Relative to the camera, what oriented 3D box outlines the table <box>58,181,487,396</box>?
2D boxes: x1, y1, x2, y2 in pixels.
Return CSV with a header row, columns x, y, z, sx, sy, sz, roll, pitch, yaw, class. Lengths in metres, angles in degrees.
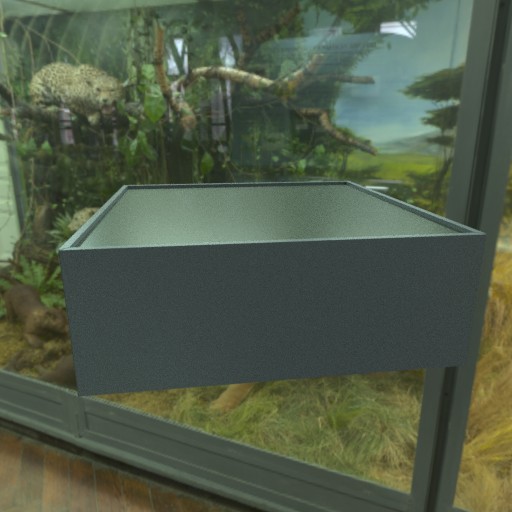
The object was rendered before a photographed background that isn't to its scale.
x,y,z,sx,sy,sz,roll,pitch,yaw,class
0.000,0.000,1.238,0.801,0.299,0.801,-2,17,-8,table
